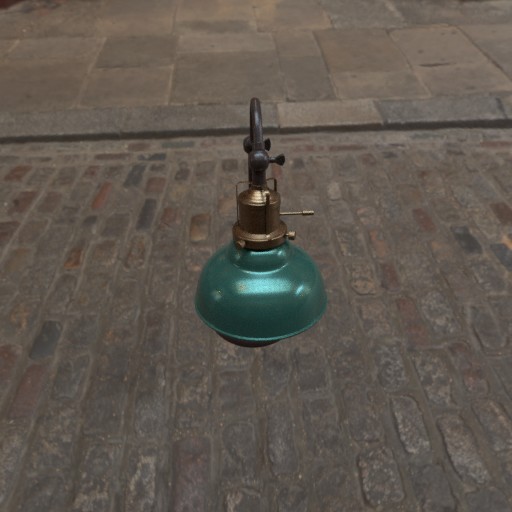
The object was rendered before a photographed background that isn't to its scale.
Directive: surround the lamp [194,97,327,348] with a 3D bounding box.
[{"bbox_3d":[0.000,0.000,0.695,0.192,0.508,0.374,-3,46,-3],"label":"lamp"}]
